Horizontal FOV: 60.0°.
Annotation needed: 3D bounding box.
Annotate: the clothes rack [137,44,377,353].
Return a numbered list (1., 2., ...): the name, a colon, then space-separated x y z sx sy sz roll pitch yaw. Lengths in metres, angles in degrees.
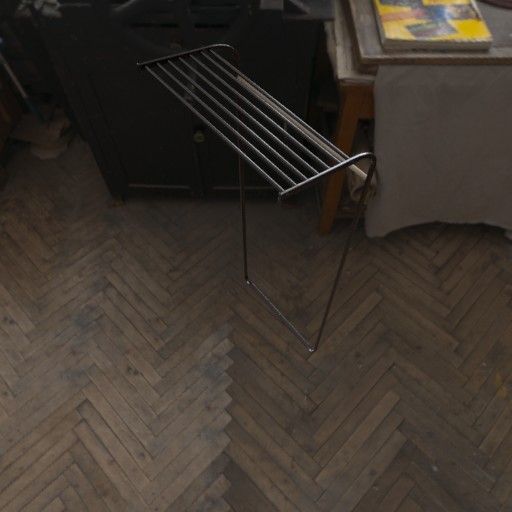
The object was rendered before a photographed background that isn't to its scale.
1. clothes rack: 0.000 0.000 1.810 0.349 1.574 0.609 -34 64 -20
